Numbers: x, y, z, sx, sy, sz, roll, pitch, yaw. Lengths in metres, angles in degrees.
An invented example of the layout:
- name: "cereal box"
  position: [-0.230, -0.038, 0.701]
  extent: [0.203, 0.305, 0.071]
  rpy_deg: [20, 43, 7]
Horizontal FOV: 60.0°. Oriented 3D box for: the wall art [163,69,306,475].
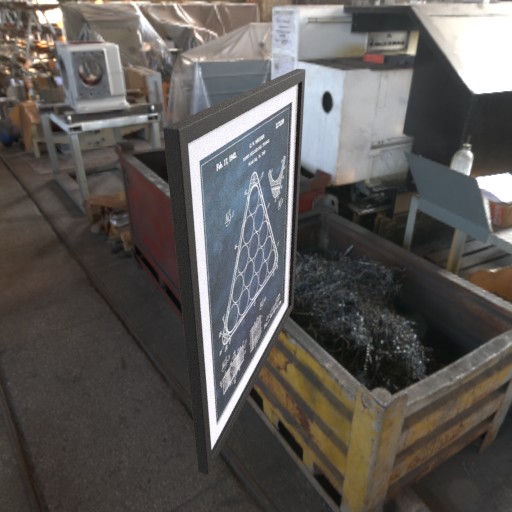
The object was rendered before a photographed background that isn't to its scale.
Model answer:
- name: "wall art"
  position: [0.000, 0.000, 1.213]
  extent: [0.028, 0.863, 0.755]
  rpy_deg: [11, 32, 18]
